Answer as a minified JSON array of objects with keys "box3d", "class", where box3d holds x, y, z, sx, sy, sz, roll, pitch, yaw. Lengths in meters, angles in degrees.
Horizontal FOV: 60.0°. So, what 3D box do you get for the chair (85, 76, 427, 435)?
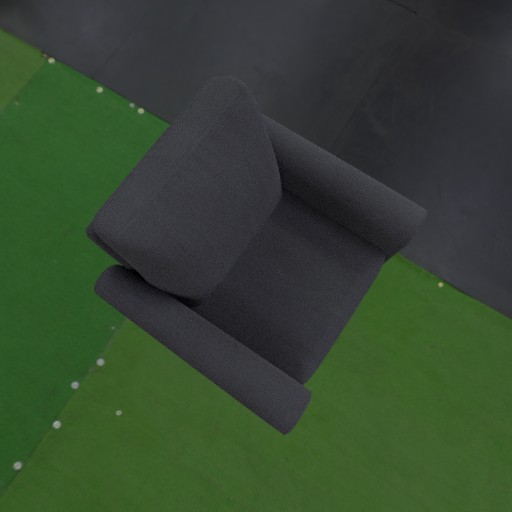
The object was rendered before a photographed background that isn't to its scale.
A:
[{"box3d":[0.000,0.000,1.586,0.828,0.942,0.867,34,77,9],"class":"chair"}]
